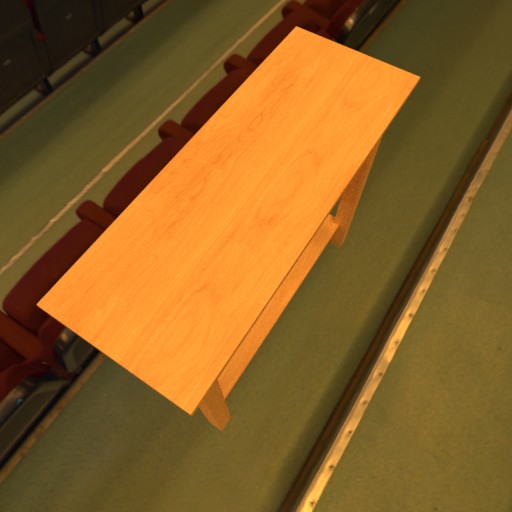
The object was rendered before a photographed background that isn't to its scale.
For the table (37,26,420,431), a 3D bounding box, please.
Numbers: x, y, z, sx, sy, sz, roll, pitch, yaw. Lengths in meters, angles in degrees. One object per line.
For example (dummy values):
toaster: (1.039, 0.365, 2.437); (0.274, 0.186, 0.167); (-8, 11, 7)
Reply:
table: (0.000, 0.000, 1.233); (0.340, 0.728, 0.900); (30, 66, 15)
